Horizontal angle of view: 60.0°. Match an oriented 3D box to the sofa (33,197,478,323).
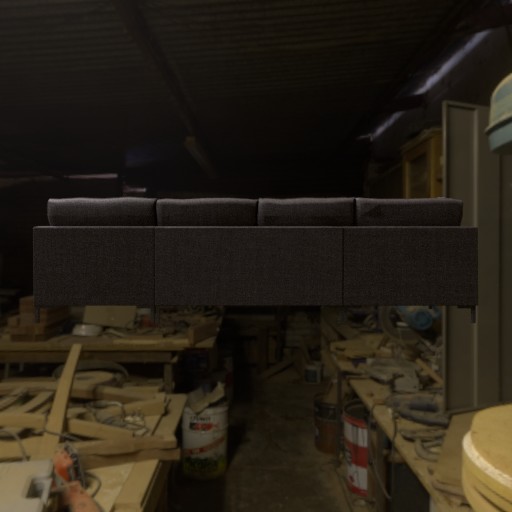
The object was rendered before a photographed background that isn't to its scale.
[{"bbox_3d":[0.000,0.000,4.351,3.423,0.999,2.048,0,1,0],"label":"sofa"}]
